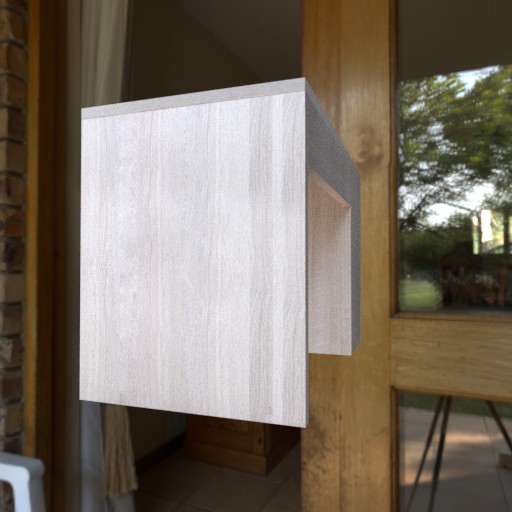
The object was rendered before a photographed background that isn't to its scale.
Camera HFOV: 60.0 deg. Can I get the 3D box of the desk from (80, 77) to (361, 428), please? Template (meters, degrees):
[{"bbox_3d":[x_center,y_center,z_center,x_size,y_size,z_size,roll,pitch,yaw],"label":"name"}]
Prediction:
[{"bbox_3d":[0.000,0.000,1.541,0.600,0.731,1.100,0,-1,19],"label":"desk"}]
